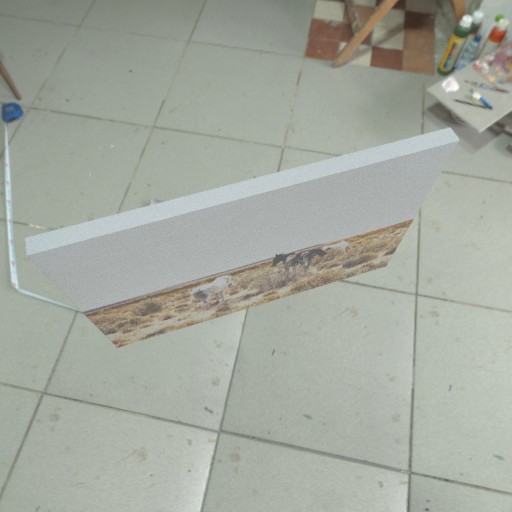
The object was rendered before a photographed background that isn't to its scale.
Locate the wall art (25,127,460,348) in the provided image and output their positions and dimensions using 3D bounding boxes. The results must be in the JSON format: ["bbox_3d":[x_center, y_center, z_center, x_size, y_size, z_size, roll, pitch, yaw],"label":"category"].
[{"bbox_3d":[0.000,0.000,1.460,1.138,0.761,0.051,-16,63,-8],"label":"wall art"}]
